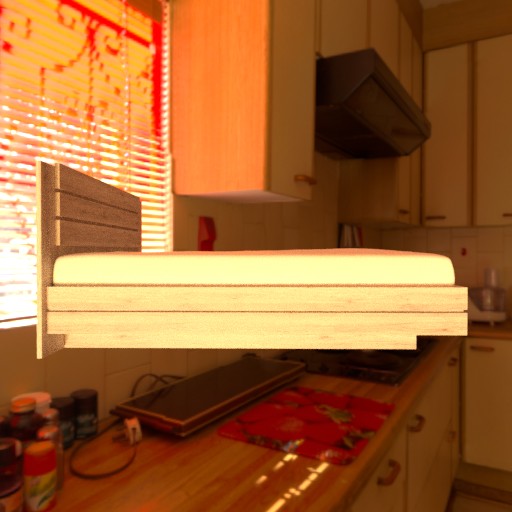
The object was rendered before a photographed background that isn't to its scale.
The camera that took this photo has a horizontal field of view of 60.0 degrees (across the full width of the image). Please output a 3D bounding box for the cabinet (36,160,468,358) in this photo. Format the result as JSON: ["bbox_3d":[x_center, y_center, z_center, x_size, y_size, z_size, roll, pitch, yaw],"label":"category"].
[{"bbox_3d":[0.000,0.000,2.988,2.080,0.970,1.750,0,1,1],"label":"cabinet"}]
